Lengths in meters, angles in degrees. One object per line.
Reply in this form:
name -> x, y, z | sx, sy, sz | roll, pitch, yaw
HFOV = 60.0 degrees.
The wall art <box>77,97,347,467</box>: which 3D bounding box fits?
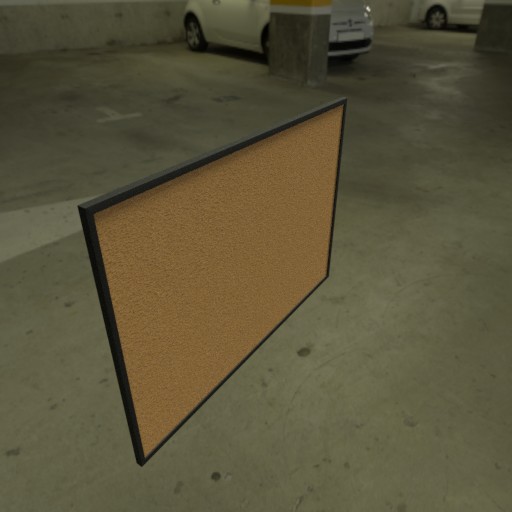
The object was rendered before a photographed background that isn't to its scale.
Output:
wall art -> 0.000, 0.000, 0.830 | 0.013, 0.458, 0.664 | 20, 37, 29
